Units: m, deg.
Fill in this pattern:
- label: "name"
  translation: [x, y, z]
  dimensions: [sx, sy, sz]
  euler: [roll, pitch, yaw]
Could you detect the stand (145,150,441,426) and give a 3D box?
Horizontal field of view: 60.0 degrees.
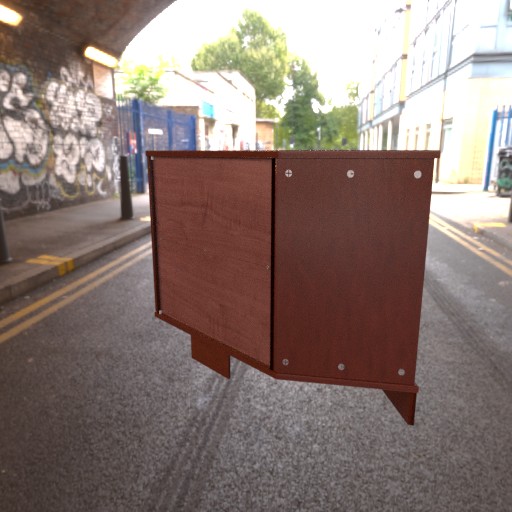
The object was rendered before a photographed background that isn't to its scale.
- label: "stand"
  translation: [0.000, 0.000, 1.326]
  dimensions: [0.381, 0.614, 1.072]
  euler: [-12, 18, -41]
